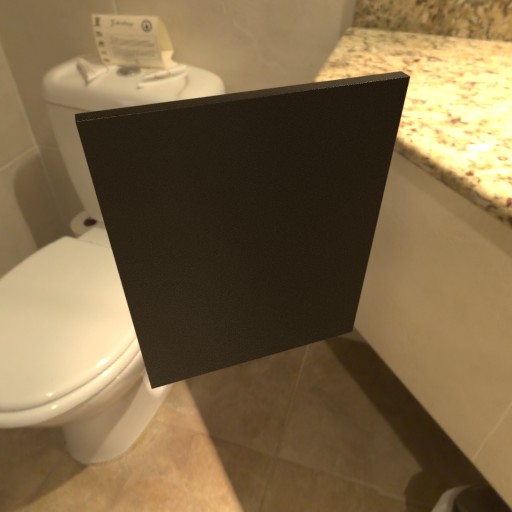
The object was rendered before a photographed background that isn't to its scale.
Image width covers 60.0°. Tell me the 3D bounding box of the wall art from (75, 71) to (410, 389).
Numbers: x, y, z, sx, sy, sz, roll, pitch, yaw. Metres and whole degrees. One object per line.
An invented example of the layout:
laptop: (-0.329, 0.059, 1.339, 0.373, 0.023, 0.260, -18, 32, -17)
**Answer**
wall art: (0.000, 0.000, 1.611, 0.950, 1.194, 0.053, -13, 43, -14)
